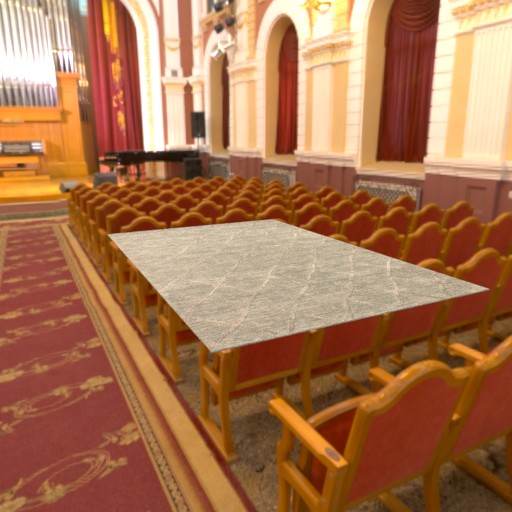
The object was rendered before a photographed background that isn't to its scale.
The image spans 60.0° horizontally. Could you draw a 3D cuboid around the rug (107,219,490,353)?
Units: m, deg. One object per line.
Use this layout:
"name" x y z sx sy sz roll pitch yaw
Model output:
"rug" 0.000 0.000 2.918 1.521 0.006 2.283 -7 17 -26
